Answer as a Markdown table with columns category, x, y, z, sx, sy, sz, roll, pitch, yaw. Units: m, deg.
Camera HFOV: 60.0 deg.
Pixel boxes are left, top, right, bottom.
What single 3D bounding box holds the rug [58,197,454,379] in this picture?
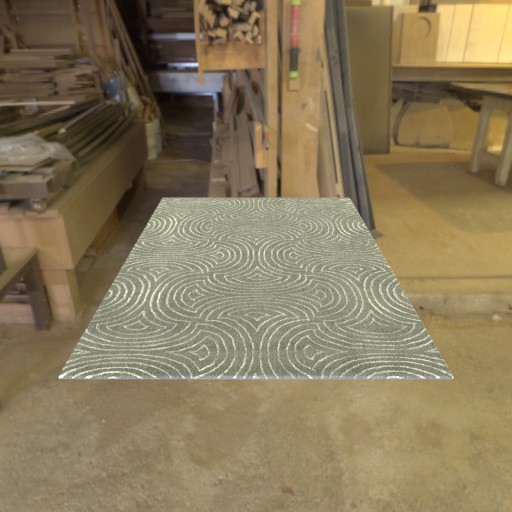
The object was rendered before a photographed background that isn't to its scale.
| category | x | y | z | sx | sy | sz | roll | pitch | yaw |
| --- | --- | --- | --- | --- | --- | --- | --- | --- | --- |
| rug | 0.000 | 0.000 | 2.687 | 1.543 | 0.015 | 2.144 | 0 | 26 | 0 |
